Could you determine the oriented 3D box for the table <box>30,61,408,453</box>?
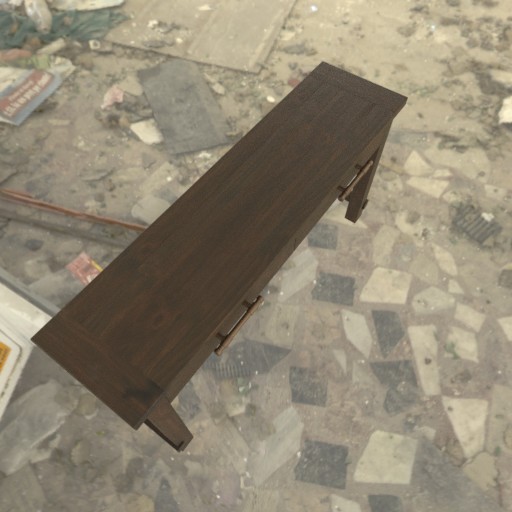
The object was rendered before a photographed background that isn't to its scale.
[{"bbox_3d":[0.000,0.000,1.863,0.442,0.762,1.599,32,63,18],"label":"table"}]
